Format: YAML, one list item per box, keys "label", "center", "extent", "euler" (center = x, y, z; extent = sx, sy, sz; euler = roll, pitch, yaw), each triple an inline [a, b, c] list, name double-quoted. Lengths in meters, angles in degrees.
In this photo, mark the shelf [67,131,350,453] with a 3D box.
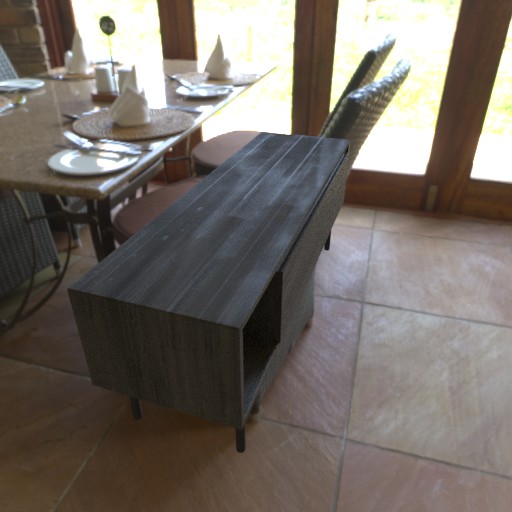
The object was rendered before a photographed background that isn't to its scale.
- label: "shelf"
  center: [0.000, 0.000, 1.542]
  extent: [0.400, 0.495, 1.300]
  euler: [10, 33, 17]
